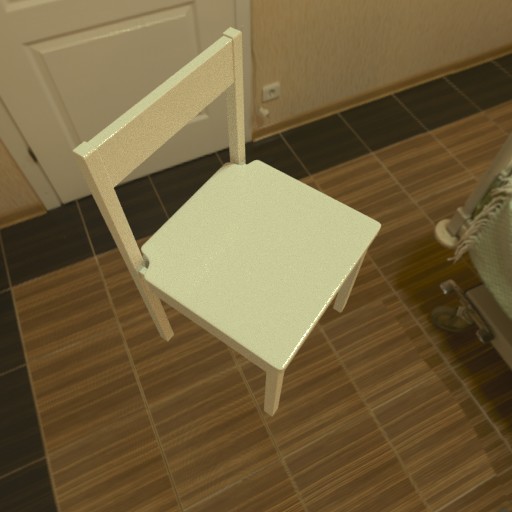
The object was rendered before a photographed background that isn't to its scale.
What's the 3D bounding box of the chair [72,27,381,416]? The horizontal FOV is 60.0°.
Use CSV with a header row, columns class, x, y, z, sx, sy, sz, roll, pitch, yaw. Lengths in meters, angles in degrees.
class,x,y,z,sx,sy,sz,roll,pitch,yaw
chair,0.000,0.000,0.899,0.361,0.668,0.367,31,63,18
